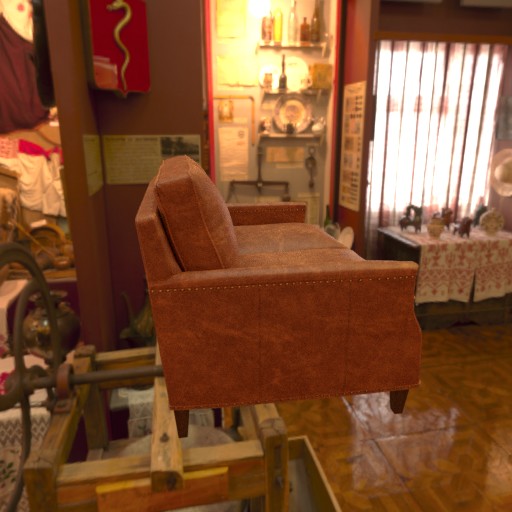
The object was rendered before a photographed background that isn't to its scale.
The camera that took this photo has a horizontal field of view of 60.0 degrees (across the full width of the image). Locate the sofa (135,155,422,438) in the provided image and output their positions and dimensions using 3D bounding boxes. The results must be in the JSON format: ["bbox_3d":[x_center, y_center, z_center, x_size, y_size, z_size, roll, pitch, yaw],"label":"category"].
[{"bbox_3d":[0.000,0.000,2.329,1.084,1.003,1.597,-3,16,-9],"label":"sofa"}]
